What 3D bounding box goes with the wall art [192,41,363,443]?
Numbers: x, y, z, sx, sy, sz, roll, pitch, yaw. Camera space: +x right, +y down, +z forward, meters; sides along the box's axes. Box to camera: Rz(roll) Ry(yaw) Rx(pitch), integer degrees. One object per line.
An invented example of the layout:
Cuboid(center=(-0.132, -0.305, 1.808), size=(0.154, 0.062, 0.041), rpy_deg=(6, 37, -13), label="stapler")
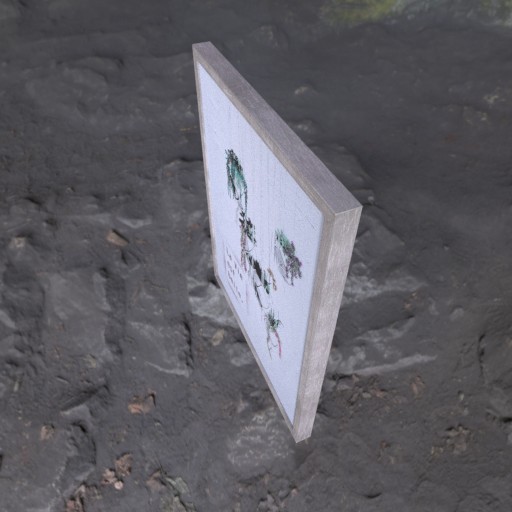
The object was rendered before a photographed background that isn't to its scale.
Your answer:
Cuboid(center=(0.000, 0.000, 0.719), size=(0.032, 0.521, 0.421), rpy_deg=(-17, 49, -16), label="wall art")
